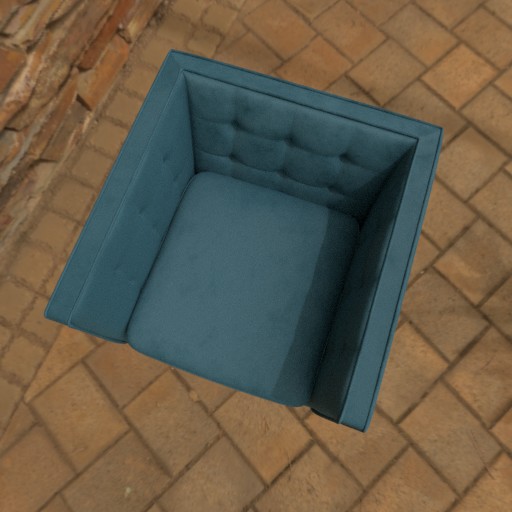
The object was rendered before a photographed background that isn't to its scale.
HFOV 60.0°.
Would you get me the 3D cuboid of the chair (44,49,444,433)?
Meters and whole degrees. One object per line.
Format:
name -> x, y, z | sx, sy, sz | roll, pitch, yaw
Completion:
chair -> 0.000, 0.000, 1.555 | 0.880, 0.790, 0.894 | 18, 75, 5
